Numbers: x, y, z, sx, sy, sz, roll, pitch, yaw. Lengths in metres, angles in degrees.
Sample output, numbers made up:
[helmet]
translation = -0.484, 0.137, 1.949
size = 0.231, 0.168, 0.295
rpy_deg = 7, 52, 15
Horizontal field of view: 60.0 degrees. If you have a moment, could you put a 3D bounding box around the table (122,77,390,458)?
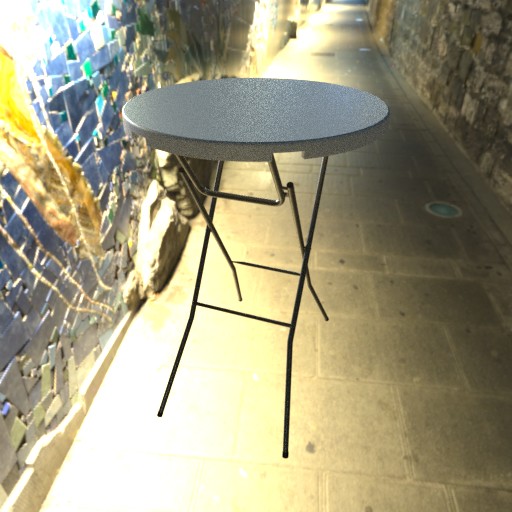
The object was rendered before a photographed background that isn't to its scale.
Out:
[table]
translation = 0.000, 0.000, 1.641
size = 0.792, 1.105, 0.795
rpy_deg = 11, 34, 17
